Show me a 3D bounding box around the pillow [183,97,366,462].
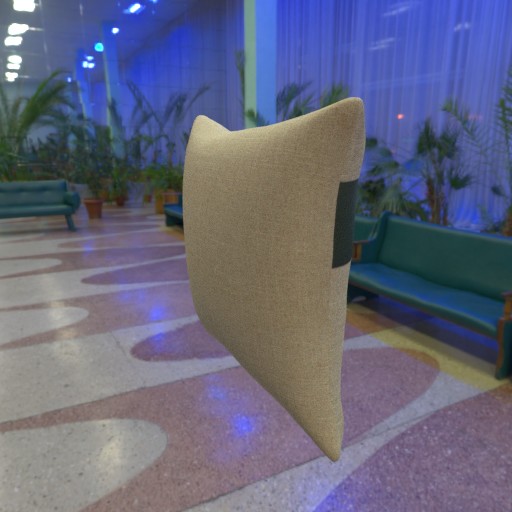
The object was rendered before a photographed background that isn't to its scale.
[{"bbox_3d":[0.000,0.000,0.631,0.173,0.399,0.414,-8,17,-26],"label":"pillow"}]
